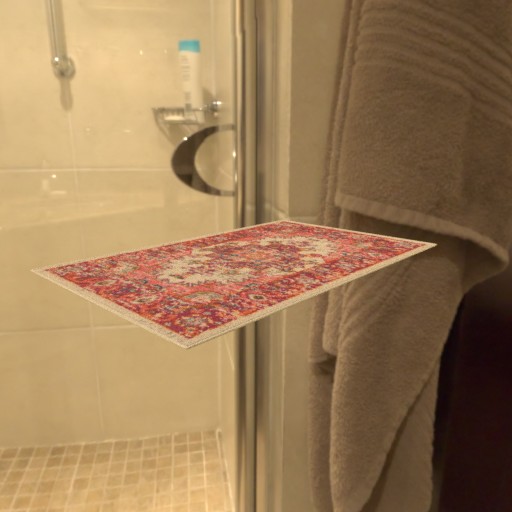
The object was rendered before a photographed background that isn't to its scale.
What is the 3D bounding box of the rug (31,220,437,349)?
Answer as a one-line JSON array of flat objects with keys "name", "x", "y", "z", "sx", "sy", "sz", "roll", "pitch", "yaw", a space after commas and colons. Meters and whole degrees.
[{"name": "rug", "x": 0.000, "y": 0.000, "z": 1.098, "sx": 0.556, "sy": 0.004, "sz": 0.868, "roll": 14, "pitch": 20, "yaw": 42}]
